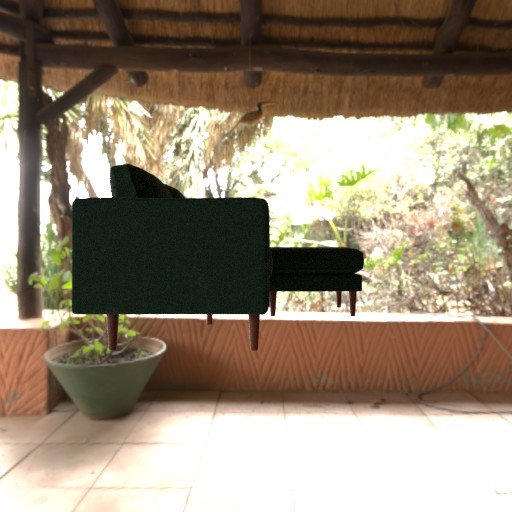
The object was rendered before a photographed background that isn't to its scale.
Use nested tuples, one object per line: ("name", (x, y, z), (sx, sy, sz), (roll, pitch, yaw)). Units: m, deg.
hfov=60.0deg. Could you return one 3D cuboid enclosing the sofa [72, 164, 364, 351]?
("sofa", (0.000, 0.000, 2.916), (1.580, 0.899, 2.030), (0, 0, 1))
